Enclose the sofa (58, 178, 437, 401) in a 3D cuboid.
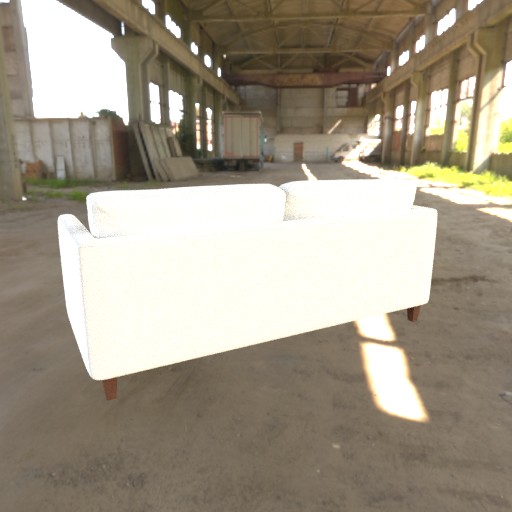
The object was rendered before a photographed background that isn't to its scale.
[{"bbox_3d":[0.000,0.000,2.716,2.139,0.933,0.924,-7,16,-27],"label":"sofa"}]
